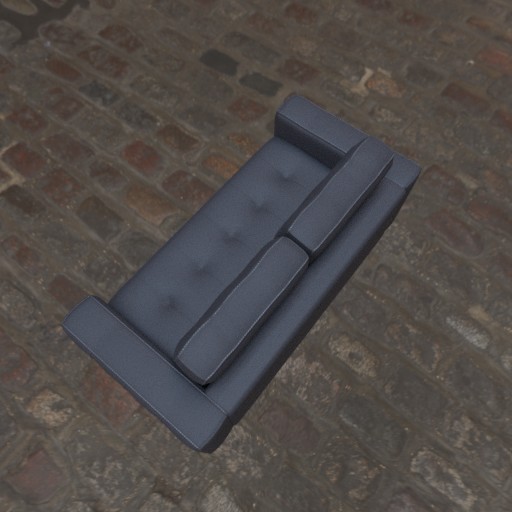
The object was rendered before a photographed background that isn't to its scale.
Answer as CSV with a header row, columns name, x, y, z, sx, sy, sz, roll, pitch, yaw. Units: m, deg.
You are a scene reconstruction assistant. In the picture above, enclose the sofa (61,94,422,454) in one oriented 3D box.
name,x,y,z,sx,sy,sz,roll,pitch,yaw
sofa,0.000,0.000,2.229,0.833,0.893,1.726,36,70,15
